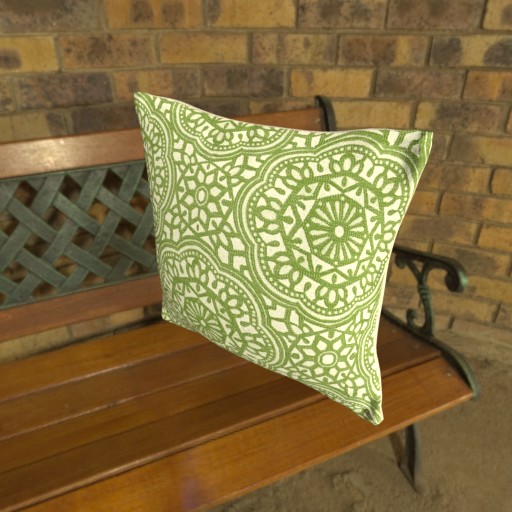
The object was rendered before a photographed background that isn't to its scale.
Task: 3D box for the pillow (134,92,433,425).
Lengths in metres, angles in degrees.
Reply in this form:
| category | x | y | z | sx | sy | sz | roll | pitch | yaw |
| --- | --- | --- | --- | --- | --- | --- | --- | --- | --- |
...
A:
| category | x | y | z | sx | sy | sz | roll | pitch | yaw |
| --- | --- | --- | --- | --- | --- | --- | --- | --- | --- |
| pillow | 0.000 | 0.000 | 0.645 | 0.440 | 0.419 | 0.162 | 19 | 34 | 30 |
